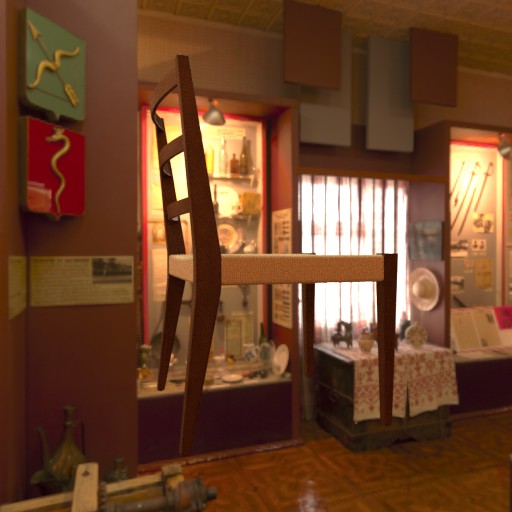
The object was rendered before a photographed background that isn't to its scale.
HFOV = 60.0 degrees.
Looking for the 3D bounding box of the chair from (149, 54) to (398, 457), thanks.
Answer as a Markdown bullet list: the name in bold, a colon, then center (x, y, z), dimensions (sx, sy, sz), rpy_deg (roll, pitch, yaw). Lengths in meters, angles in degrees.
- **chair**: center (0.000, 0.000, 1.185), dimensions (0.551, 0.813, 0.480), rpy_deg (0, 1, -18)
